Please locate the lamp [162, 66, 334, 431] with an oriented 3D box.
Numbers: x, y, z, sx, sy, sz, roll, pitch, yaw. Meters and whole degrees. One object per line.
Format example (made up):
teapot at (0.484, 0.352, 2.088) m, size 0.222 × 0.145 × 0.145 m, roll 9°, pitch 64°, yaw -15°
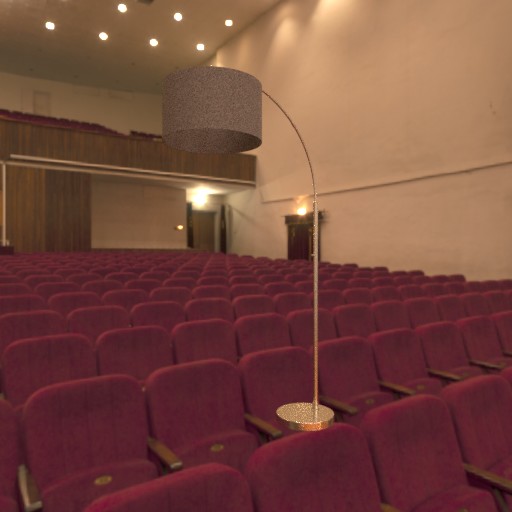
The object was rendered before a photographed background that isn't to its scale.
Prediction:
lamp at (0.000, 0.000, 2.167) m, size 0.934 × 1.735 × 0.452 m, roll 0°, pitch 0°, yaw -34°
